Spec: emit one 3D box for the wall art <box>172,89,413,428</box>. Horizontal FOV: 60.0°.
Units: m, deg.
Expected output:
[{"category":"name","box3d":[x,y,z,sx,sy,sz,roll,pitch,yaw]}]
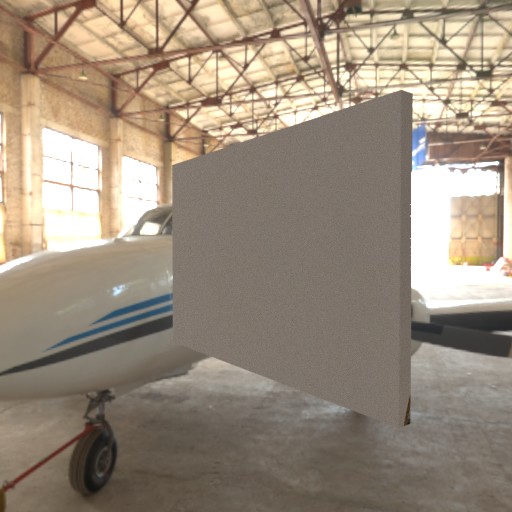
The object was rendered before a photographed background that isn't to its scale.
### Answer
[{"category":"wall art","box3d":[0.000,0.000,1.154,0.038,0.601,0.898,-1,1,-37]}]
